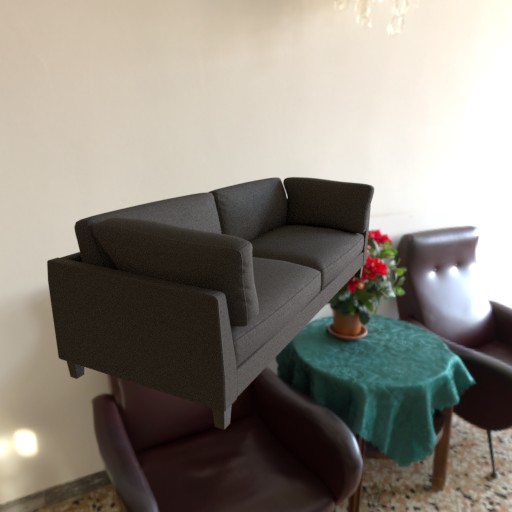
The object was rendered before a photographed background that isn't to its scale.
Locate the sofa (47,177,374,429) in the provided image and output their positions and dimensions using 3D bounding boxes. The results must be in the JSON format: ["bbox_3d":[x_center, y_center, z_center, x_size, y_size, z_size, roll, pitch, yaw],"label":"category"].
[{"bbox_3d":[0.000,0.000,2.787,0.969,0.792,2.312,8,18,26],"label":"sofa"}]
